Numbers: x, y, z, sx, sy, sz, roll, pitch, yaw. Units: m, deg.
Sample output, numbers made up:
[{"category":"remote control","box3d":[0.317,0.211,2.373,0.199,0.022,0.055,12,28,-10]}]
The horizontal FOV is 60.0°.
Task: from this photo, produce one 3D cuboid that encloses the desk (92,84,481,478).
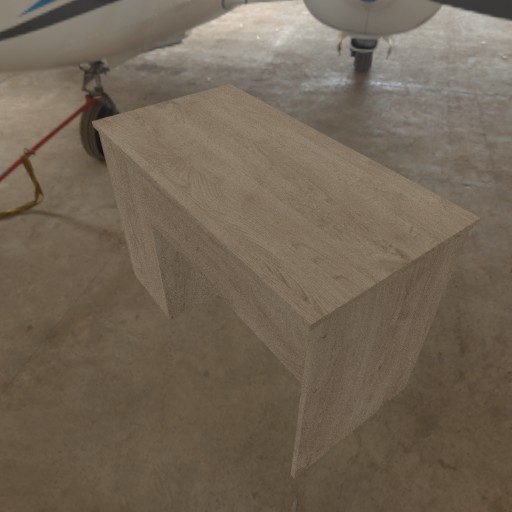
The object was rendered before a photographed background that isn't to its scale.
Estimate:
[{"category":"desk","box3d":[0.000,0.000,1.530,0.560,0.730,1.096,-26,48,-27]}]
